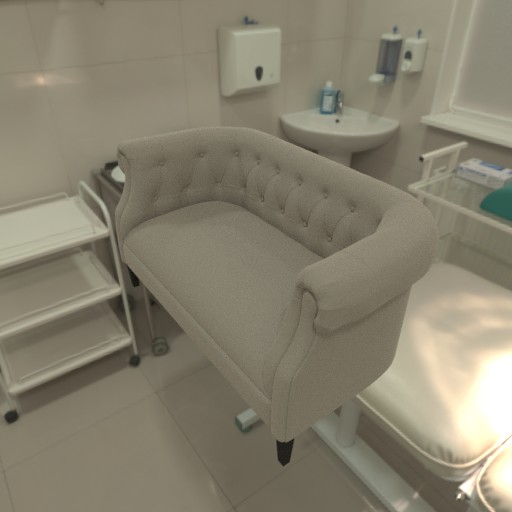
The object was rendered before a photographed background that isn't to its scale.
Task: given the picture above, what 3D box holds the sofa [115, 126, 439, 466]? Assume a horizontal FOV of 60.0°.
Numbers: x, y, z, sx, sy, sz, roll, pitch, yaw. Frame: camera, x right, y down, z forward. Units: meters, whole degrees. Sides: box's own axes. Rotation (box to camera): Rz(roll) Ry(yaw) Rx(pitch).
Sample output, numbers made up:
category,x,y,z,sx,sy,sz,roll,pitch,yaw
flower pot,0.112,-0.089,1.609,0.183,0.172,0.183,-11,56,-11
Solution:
category,x,y,z,sx,sy,sz,roll,pitch,yaw
sofa,0.000,0.000,2.048,0.835,0.827,1.558,-22,39,-30
